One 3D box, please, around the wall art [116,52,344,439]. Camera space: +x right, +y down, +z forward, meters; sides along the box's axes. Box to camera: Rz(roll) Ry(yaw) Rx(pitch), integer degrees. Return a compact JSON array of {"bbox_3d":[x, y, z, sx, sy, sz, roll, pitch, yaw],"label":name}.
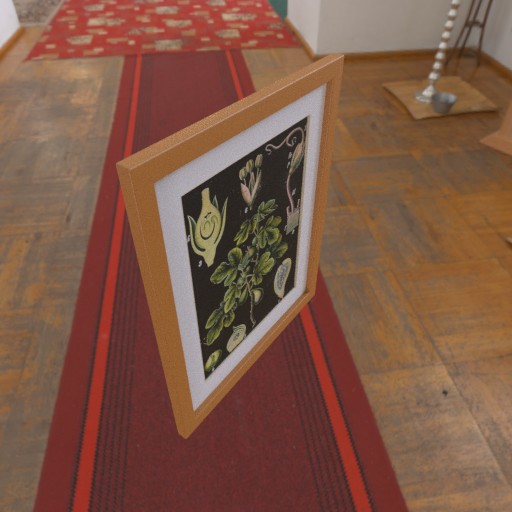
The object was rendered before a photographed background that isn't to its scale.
[{"bbox_3d":[0.000,0.000,0.762,0.022,0.553,0.452,26,47,27],"label":"wall art"}]
